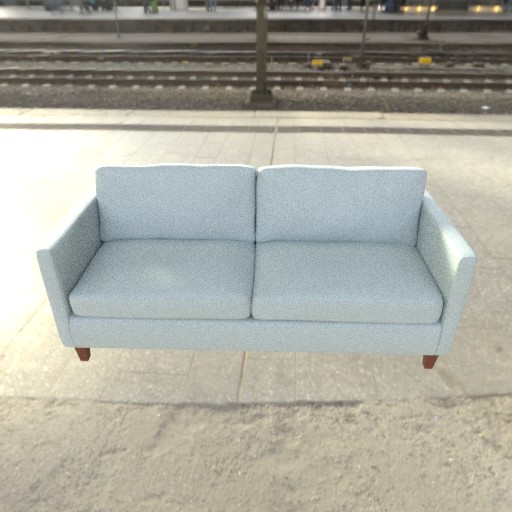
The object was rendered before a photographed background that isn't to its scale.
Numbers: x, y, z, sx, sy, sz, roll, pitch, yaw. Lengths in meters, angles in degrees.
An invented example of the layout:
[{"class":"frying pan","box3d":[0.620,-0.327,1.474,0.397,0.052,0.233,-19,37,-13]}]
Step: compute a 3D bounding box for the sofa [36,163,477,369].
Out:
[{"class":"sofa","box3d":[0.000,0.000,2.686,2.208,0.965,0.951,1,31,2]}]
